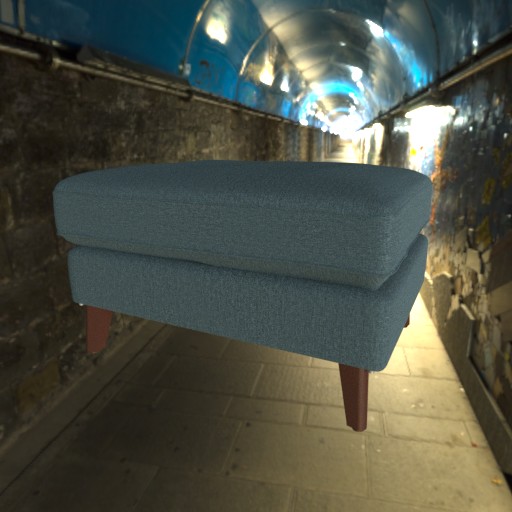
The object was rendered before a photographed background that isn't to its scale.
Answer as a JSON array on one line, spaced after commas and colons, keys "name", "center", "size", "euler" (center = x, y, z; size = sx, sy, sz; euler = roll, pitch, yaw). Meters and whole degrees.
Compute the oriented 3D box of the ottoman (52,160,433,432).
[{"name": "ottoman", "center": [0.000, 0.000, 1.220], "size": [0.835, 0.503, 0.629], "euler": [8, 17, 26]}]
